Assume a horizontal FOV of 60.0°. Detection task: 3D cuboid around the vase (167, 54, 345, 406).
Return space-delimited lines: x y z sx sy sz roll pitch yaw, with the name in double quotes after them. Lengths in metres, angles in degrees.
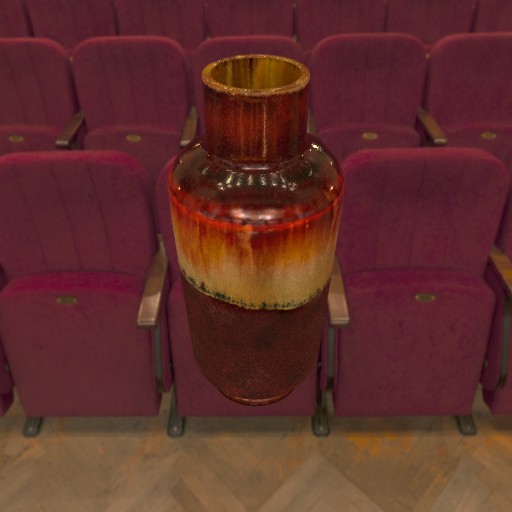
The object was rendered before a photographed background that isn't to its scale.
0.000 0.000 0.321 0.111 0.261 0.111 0 42 0 "vase"
